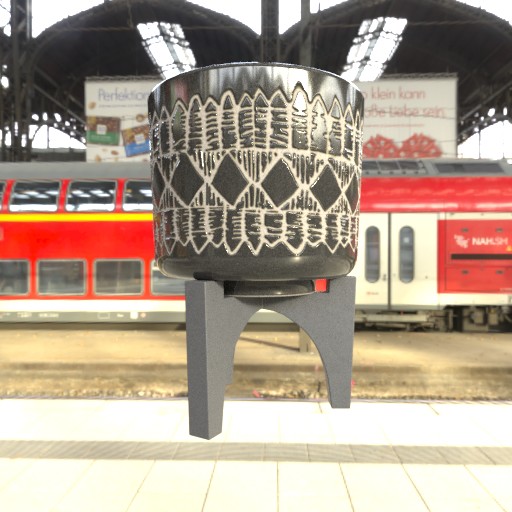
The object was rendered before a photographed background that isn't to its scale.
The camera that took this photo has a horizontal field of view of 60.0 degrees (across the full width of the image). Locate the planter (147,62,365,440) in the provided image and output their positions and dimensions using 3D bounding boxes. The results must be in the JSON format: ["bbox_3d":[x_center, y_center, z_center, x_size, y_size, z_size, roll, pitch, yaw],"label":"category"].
[{"bbox_3d":[0.000,0.000,0.527,0.251,0.355,0.251,0,0,1],"label":"planter"}]
